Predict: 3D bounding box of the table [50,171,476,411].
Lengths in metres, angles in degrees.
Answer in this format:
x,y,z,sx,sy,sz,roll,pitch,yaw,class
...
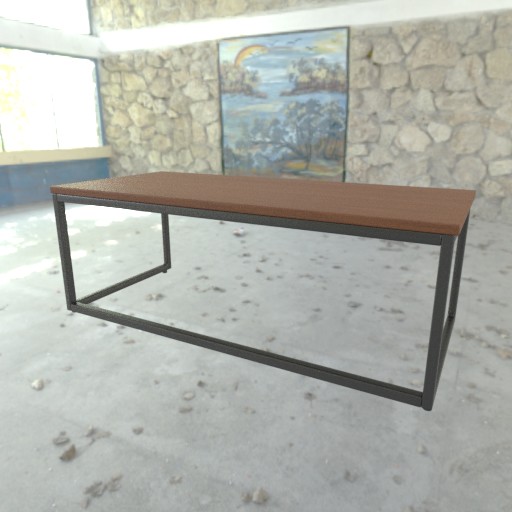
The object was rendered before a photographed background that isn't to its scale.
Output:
x,y,z,sx,sy,sz,roll,pitch,yaw,class
0.000,0.000,1.310,1.100,0.400,0.500,9,19,27,table
